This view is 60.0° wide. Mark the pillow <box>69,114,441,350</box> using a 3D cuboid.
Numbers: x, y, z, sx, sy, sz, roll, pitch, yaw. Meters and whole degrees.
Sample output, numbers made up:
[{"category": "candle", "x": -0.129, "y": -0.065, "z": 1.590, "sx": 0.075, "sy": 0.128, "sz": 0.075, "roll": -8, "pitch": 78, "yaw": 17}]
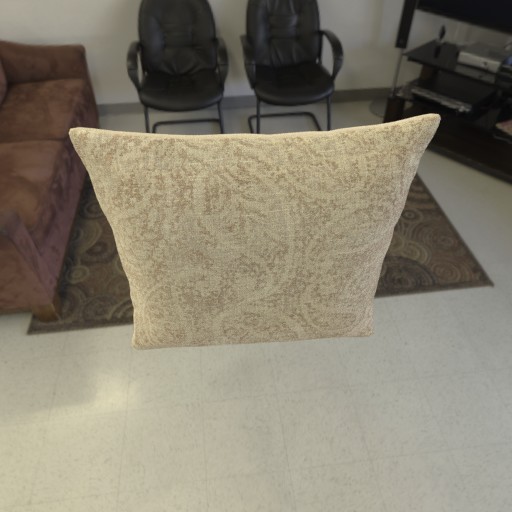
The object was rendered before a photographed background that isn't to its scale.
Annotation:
[{"category": "pillow", "x": 0.000, "y": 0.000, "z": 0.785, "sx": 0.523, "sy": 0.510, "sz": 0.166, "roll": -3, "pitch": 45, "yaw": -3}]
